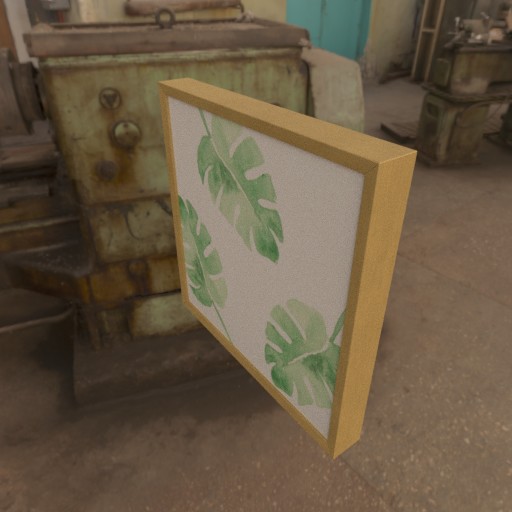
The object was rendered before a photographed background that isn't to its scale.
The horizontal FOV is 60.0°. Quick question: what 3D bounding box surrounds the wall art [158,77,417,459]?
[{"bbox_3d":[0.000,0.000,0.466,0.038,0.305,0.305,-22,38,-30],"label":"wall art"}]
